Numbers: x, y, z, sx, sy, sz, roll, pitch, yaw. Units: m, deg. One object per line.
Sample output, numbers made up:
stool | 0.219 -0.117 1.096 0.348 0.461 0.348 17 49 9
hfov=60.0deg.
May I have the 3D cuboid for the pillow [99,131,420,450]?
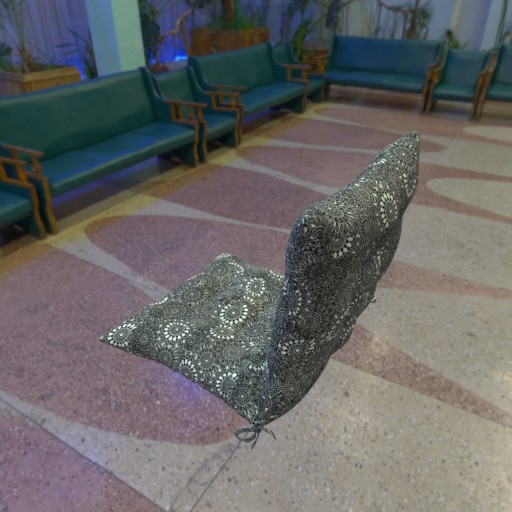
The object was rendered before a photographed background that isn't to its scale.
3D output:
pillow | 0.000 0.000 1.007 0.585 0.536 0.541 19 37 28
